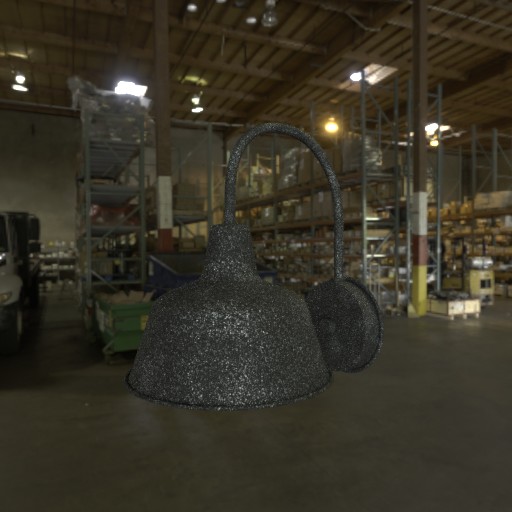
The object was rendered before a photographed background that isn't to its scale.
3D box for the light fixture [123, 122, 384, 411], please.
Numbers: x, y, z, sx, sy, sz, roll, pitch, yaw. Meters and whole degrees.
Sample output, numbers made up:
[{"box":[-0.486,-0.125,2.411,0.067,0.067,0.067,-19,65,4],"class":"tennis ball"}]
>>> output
[{"box":[0.000,0.000,0.484,0.283,0.300,0.216,-1,1,-36],"class":"light fixture"}]
